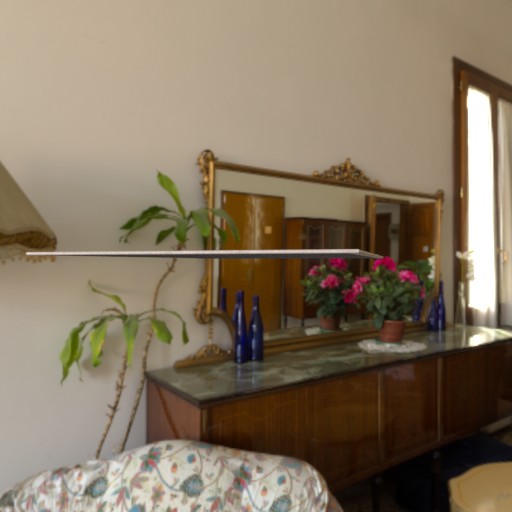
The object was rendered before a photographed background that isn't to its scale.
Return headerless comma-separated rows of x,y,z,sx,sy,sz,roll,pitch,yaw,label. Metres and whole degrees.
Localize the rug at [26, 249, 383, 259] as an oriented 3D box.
0.000,0.000,2.934,1.540,0.021,2.290,0,-1,18,rug
